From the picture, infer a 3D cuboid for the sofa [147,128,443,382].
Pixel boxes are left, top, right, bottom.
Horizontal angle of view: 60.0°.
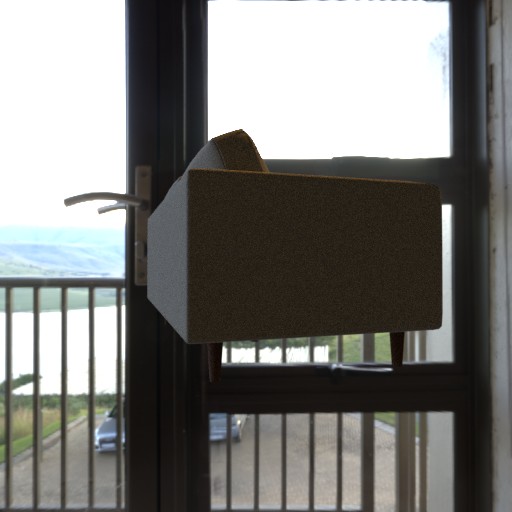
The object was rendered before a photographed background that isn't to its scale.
[{"bbox_3d":[0.000,0.000,2.345,1.000,0.900,1.731,0,-1,-18],"label":"sofa"}]
